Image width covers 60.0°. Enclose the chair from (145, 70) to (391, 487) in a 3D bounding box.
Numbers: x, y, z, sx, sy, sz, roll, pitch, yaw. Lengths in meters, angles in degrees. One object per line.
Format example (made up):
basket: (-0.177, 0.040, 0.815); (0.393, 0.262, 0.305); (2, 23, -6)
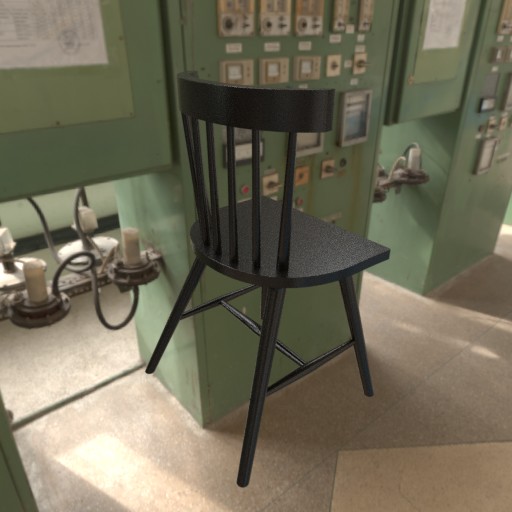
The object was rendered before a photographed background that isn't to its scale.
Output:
chair: (0.000, 0.000, 1.125); (0.483, 0.844, 0.506); (-20, 33, -33)
